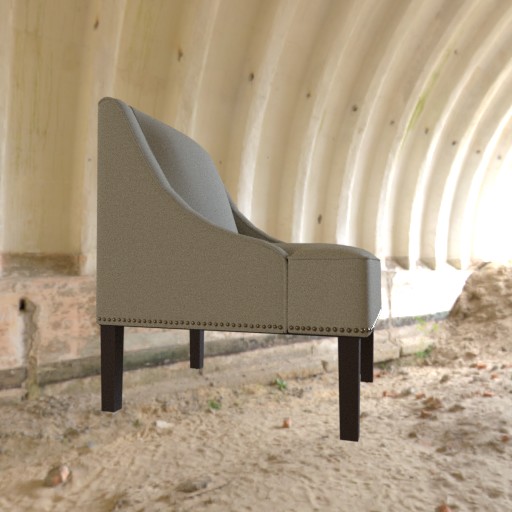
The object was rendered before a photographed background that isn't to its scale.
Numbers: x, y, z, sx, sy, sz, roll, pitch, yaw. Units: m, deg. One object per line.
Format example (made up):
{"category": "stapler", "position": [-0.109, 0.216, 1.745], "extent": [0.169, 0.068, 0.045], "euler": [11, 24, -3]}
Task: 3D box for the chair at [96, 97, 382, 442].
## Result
{"category": "chair", "position": [0.000, 0.000, 1.379], "extent": [0.737, 0.864, 0.610], "euler": [0, -1, 18]}
